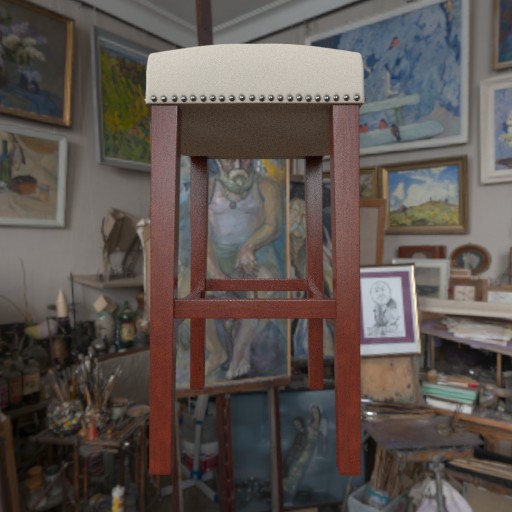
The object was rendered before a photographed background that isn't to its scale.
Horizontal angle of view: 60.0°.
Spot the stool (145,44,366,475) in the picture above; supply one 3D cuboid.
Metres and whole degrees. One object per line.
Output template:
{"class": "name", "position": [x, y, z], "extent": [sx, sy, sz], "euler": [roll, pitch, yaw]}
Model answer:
{"class": "stool", "position": [0.000, 0.000, 0.989], "extent": [0.372, 0.742, 0.504], "euler": [0, 2, 0]}
